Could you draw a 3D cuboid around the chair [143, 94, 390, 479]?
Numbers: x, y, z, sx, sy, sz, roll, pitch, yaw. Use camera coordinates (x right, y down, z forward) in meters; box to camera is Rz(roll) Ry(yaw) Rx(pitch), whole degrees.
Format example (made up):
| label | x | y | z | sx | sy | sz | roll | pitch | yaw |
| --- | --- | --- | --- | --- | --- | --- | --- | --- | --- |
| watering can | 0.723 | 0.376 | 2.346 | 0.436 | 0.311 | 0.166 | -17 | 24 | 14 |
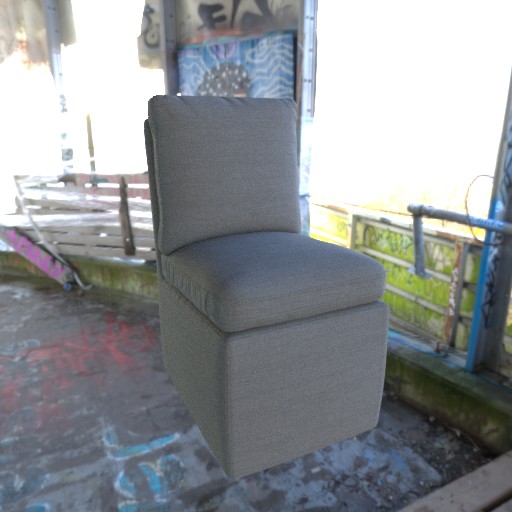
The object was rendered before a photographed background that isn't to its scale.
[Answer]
| label | x | y | z | sx | sy | sz | roll | pitch | yaw |
| --- | --- | --- | --- | --- | --- | --- | --- | --- | --- |
| chair | 0.000 | 0.000 | 1.334 | 0.503 | 0.927 | 0.698 | -8 | 18 | -25 |
